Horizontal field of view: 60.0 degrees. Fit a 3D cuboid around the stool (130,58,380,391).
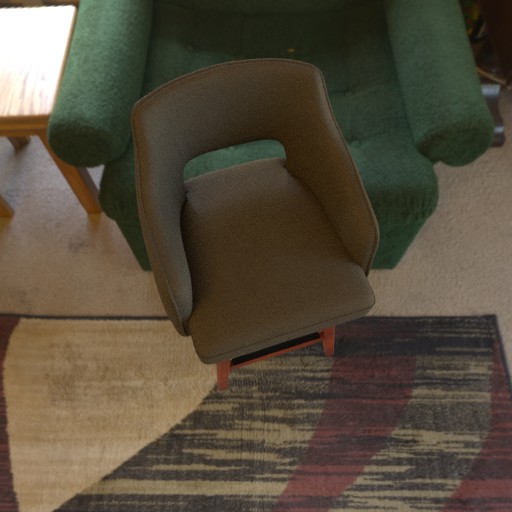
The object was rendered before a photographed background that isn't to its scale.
[{"bbox_3d":[0.000,0.000,1.281,0.548,0.912,0.558,-16,65,-8],"label":"stool"}]
